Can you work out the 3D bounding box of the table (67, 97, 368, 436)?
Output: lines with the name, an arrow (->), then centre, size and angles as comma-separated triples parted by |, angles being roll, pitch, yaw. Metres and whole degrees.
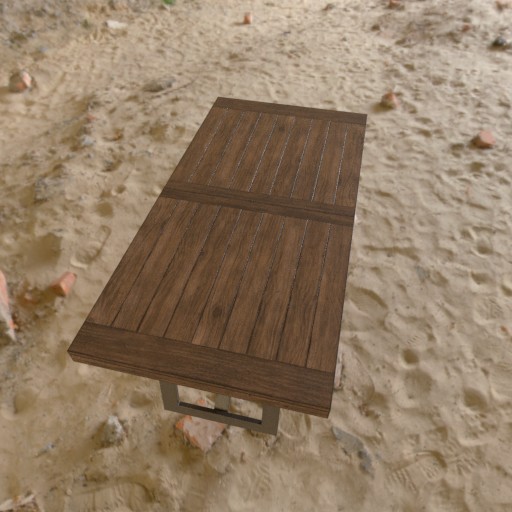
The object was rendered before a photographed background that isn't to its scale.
table -> 0.000, 0.000, 2.384 | 0.931, 0.757, 1.867 | 10, 48, 9
